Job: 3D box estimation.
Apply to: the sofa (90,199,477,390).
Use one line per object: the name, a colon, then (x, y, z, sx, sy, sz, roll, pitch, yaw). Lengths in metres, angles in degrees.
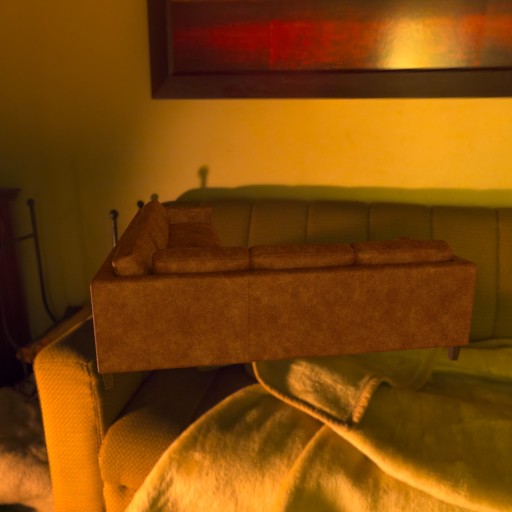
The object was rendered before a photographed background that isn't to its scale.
sofa: (0.000, 0.000, 4.273, 2.438, 0.838, 3.150, -2, 14, -9)
